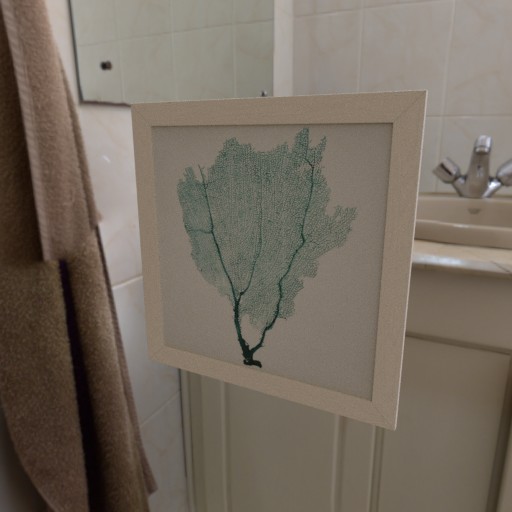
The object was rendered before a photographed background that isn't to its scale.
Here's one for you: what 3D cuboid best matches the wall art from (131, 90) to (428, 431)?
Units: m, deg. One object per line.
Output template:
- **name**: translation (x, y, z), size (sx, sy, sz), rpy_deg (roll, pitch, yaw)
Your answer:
- **wall art**: translation (0.000, 0.000, 0.857), size (0.572, 0.577, 0.015), rpy_deg (8, 17, 27)
